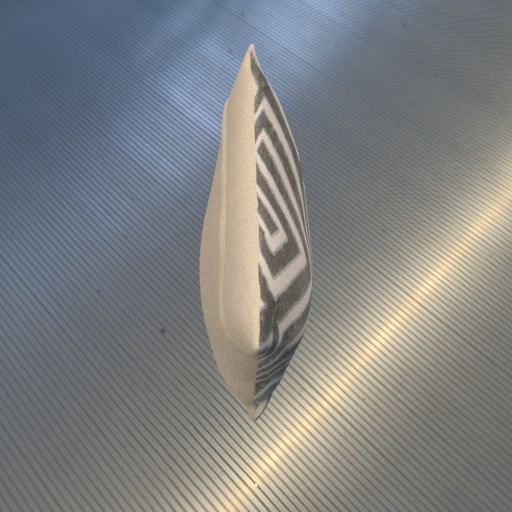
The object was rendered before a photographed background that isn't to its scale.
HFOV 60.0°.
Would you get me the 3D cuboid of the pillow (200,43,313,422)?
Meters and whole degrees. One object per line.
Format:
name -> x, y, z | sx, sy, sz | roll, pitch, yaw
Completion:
pillow -> 0.000, 0.000, 0.694 | 0.182, 0.441, 0.440 | -1, 63, 0
